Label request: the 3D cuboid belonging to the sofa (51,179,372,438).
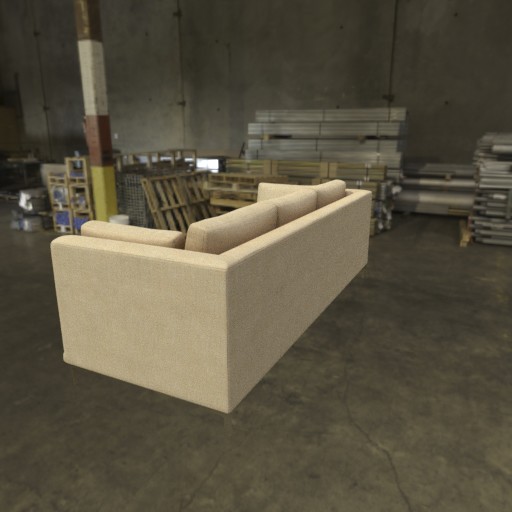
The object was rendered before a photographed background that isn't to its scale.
[{"bbox_3d":[0.000,0.000,2.959,0.969,0.867,2.415,8,17,26],"label":"sofa"}]
